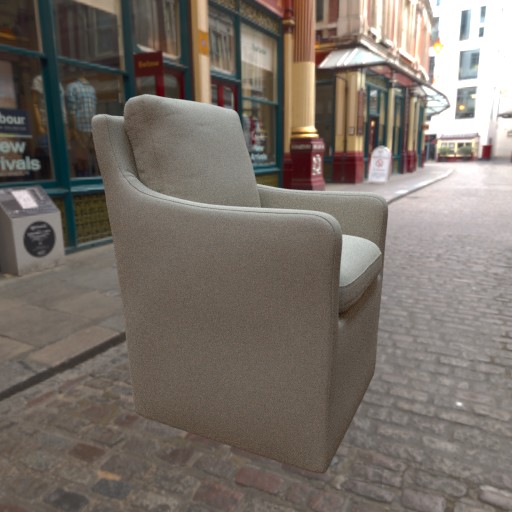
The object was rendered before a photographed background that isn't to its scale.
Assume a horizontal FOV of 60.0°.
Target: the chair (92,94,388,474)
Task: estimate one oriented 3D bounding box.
[{"bbox_3d":[0.000,0.000,1.353,0.694,0.914,0.626,6,14,26],"label":"chair"}]
